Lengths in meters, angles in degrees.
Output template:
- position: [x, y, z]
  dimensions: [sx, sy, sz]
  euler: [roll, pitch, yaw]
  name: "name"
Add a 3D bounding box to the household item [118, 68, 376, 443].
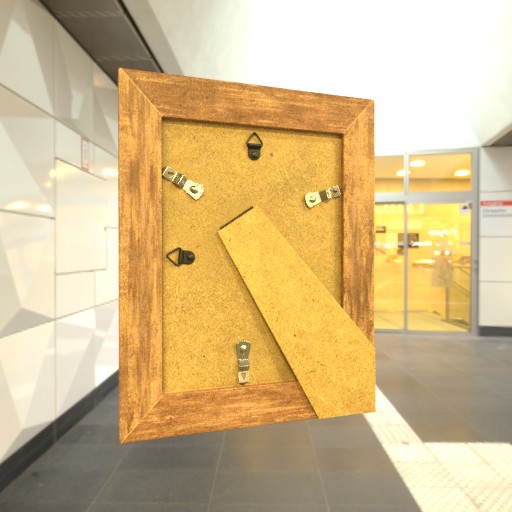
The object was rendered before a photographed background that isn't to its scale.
- position: [0.000, 0.000, 0.314]
  dimensions: [0.186, 0.237, 0.018]
  euler: [0, 1, -18]
  name: "household item"
